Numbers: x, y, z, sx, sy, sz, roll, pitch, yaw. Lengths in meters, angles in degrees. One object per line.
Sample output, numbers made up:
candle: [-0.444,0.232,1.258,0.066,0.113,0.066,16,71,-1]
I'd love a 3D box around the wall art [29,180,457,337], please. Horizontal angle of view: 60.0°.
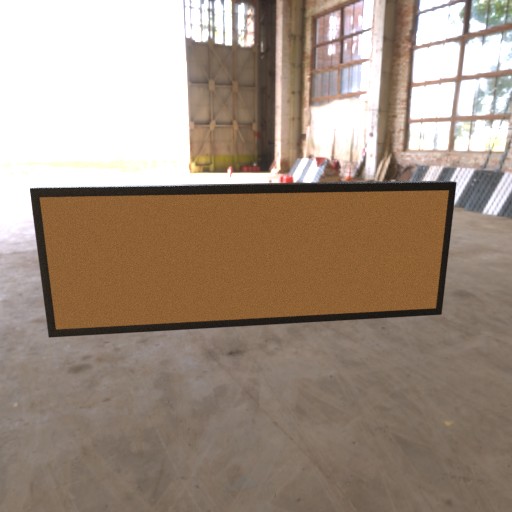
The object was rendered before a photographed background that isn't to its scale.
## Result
wall art: [0.000,0.000,0.942,0.860,0.303,0.037,-2,15,-8]
